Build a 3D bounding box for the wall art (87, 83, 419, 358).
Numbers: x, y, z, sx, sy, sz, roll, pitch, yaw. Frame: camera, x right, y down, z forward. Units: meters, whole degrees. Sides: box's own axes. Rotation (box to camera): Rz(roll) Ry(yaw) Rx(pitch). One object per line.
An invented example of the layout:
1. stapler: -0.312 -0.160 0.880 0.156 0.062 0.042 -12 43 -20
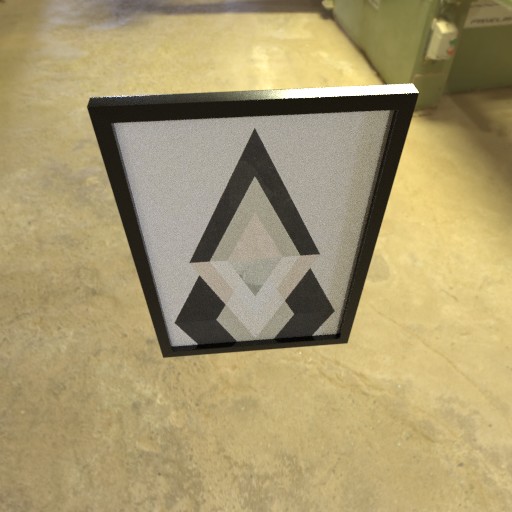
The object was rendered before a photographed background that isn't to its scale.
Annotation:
1. wall art: 0.000 0.000 0.591 0.314 0.455 0.019 -4 48 -3
